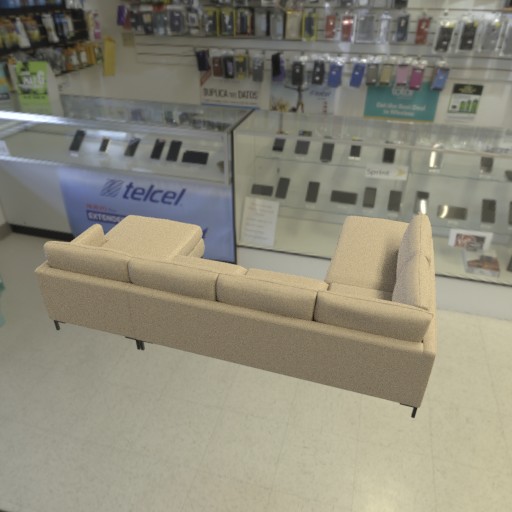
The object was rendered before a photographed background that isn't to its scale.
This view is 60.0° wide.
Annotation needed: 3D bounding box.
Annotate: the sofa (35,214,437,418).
[{"bbox_3d":[0.000,0.000,3.610,2.737,0.756,1.879,10,34,15],"label":"sofa"}]
